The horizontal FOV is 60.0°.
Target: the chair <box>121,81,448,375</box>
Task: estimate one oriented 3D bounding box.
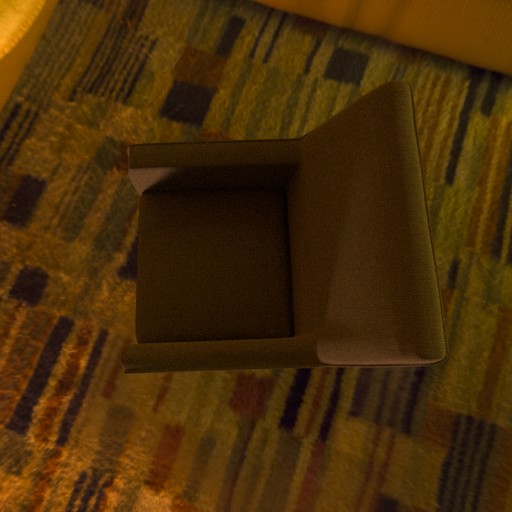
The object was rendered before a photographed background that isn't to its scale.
[{"bbox_3d":[0.000,0.000,1.555,0.899,0.919,0.780,-2,76,0],"label":"chair"}]
